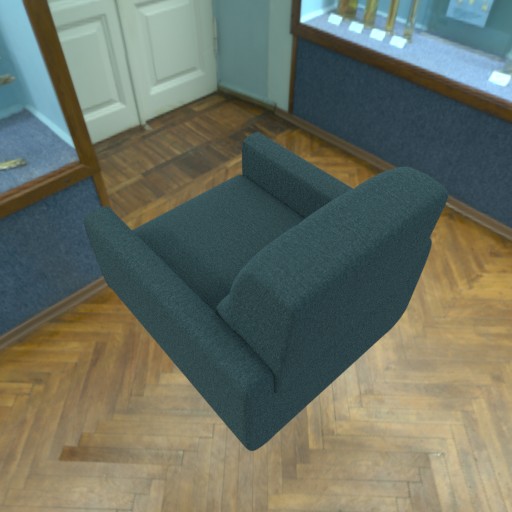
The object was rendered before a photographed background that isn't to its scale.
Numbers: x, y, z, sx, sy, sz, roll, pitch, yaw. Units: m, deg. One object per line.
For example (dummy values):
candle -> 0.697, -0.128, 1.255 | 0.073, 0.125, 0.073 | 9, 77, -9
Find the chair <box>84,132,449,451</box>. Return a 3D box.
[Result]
chair -> 0.000, 0.000, 1.673 | 0.880, 0.940, 0.964 | -33, 55, -27
